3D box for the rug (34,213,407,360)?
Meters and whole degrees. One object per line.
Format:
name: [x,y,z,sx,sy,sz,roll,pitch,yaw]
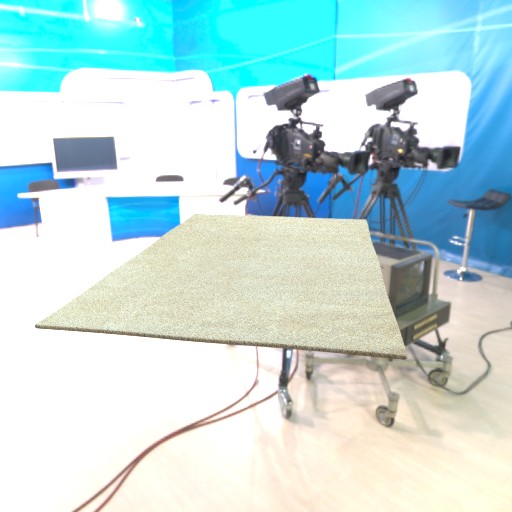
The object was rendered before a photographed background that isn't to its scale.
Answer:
rug: [0.000,0.000,3.350,1.800,0.025,2.699,3,18,9]
